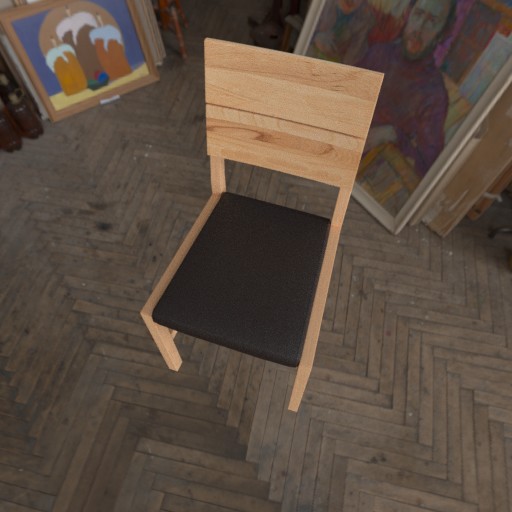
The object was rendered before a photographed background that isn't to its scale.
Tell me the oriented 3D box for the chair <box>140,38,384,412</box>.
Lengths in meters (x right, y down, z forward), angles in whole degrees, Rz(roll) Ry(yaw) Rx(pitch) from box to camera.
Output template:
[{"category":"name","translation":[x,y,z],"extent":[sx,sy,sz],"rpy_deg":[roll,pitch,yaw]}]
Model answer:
[{"category":"chair","translation":[0.000,0.000,1.285],"extent":[0.475,0.950,0.560],"rpy_deg":[16,59,10]}]
